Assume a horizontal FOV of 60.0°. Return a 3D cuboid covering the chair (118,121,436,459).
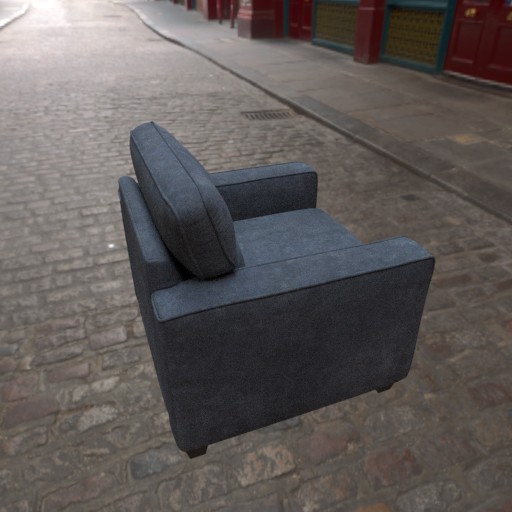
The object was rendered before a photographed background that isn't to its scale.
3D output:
[{"bbox_3d":[0.000,0.000,1.793,0.939,0.965,1.015,-11,33,-18],"label":"chair"}]
